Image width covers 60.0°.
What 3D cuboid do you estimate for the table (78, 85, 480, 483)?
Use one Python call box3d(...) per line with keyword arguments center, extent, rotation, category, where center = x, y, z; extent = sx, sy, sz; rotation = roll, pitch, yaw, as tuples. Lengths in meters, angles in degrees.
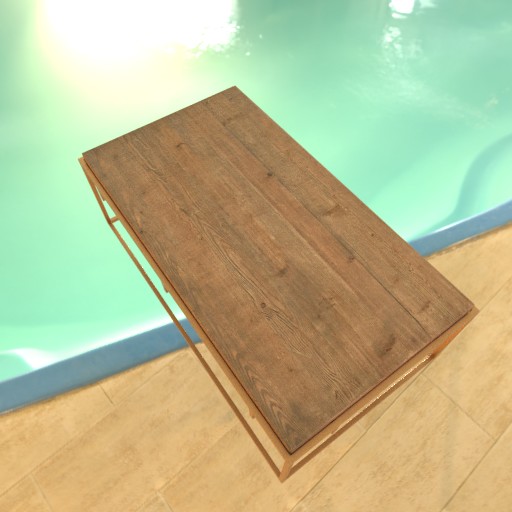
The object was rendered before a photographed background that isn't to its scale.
box3d(center=(0.000, 0.000, 1.767), extent=(0.775, 0.468, 1.387), rotation=(-31, 62, -18), category="table")
